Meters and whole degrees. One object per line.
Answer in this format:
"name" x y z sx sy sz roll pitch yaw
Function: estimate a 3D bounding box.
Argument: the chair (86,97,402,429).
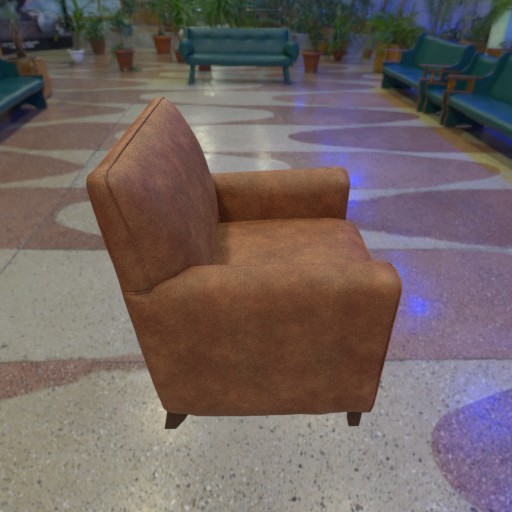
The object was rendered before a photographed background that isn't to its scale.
"chair" 0.000 0.000 1.599 0.823 0.943 0.870 0 32 0
